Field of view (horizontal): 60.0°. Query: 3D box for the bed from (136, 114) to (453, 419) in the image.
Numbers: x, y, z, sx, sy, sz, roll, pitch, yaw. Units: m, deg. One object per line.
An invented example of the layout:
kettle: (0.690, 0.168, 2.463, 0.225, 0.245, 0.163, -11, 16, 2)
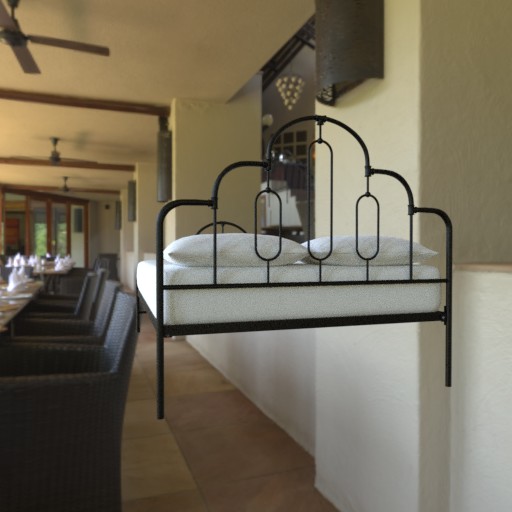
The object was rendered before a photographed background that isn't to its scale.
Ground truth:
bed: (0.000, 0.000, 3.262, 1.626, 1.444, 2.181, 0, 1, -18)
